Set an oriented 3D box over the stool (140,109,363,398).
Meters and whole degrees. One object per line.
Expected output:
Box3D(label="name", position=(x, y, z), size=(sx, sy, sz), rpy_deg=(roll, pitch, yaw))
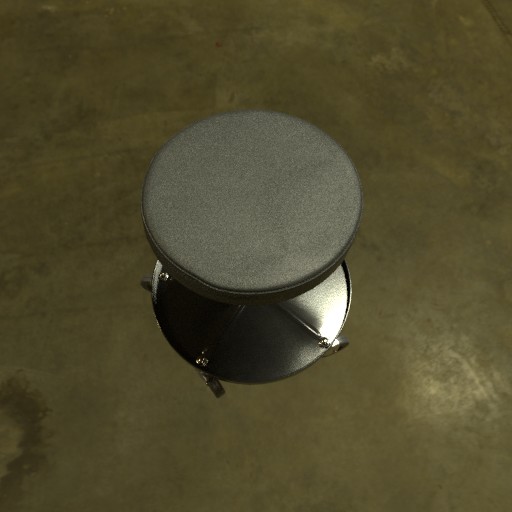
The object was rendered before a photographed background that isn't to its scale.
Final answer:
Box3D(label="stool", position=(0.000, 0.000, 0.697), size=(0.381, 0.365, 0.382), rpy_deg=(33, 67, 16))
